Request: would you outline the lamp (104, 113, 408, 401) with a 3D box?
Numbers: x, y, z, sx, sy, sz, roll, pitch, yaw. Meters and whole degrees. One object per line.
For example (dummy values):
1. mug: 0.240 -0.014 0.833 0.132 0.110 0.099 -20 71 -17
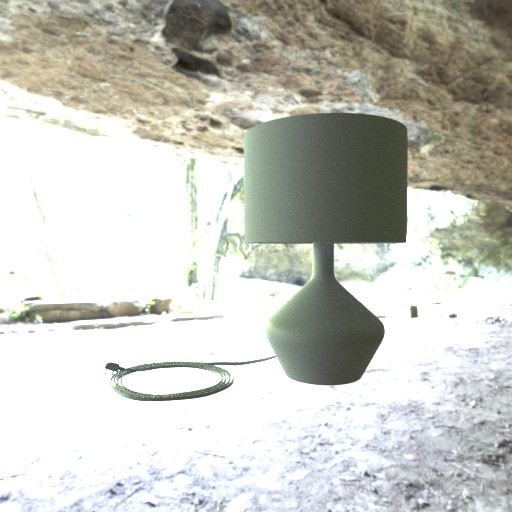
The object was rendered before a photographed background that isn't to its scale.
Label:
1. lamp: 0.000 0.000 0.847 0.546 0.457 0.401 0 1 19
